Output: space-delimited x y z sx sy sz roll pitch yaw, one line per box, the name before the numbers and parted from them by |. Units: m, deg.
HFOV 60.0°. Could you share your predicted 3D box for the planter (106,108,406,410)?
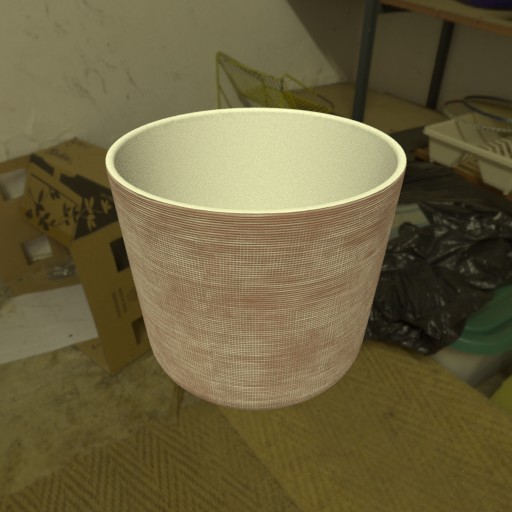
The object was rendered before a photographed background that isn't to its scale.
planter | 0.000 0.000 0.780 0.440 0.398 0.440 0 33 0
